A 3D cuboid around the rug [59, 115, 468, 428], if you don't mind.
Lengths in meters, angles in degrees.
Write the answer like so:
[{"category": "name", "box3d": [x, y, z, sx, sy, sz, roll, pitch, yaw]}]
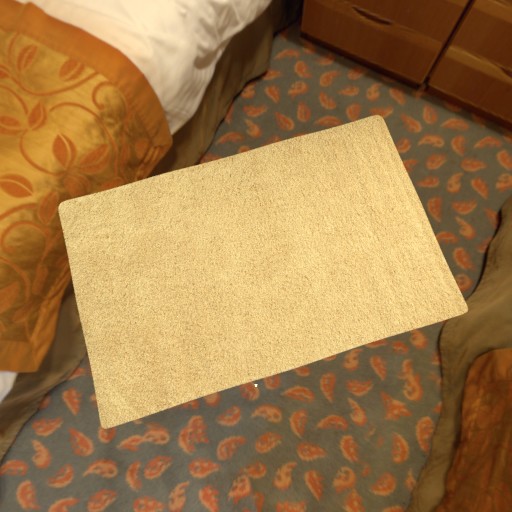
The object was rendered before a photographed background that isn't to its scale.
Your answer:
[{"category": "rug", "box3d": [0.000, 0.000, 2.897, 2.349, 0.025, 1.500, -17, 74, -5]}]
